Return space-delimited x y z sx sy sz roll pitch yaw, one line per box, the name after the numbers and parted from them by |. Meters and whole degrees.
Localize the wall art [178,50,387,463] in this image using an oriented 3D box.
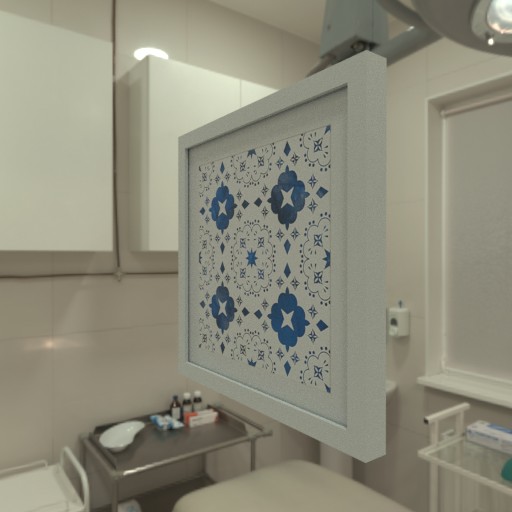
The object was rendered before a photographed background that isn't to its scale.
0.000 0.000 0.531 0.027 0.355 0.355 0 0 -37 | wall art
